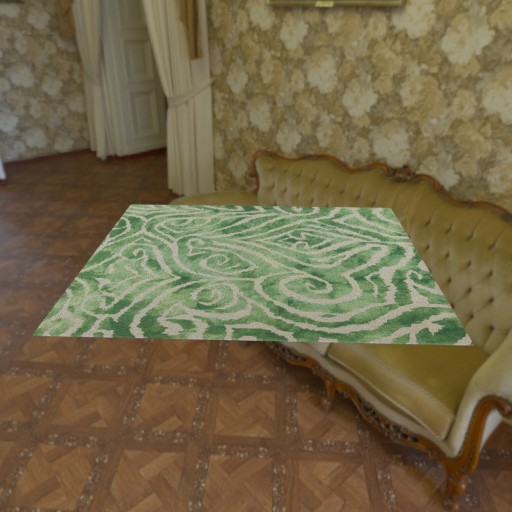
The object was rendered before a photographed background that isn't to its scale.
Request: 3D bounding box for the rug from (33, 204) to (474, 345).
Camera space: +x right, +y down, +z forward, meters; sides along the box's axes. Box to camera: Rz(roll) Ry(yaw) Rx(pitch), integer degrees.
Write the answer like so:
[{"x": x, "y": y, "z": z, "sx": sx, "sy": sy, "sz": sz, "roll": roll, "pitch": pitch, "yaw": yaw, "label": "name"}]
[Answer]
[{"x": 0.000, "y": 0.000, "z": 4.124, "sx": 3.045, "sy": 0.007, "sz": 2.436, "roll": 1, "pitch": 28, "yaw": 2, "label": "rug"}]
